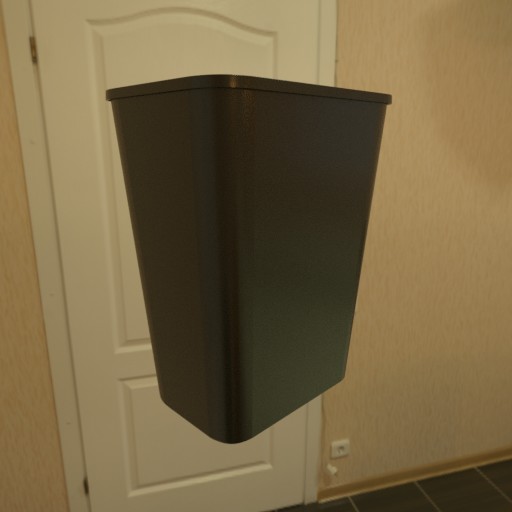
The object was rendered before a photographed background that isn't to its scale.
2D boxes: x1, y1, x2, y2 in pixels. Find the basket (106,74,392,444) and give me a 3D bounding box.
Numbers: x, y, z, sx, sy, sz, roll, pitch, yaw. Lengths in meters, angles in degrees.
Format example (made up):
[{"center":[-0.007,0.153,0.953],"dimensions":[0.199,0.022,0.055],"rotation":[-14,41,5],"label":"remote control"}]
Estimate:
[{"center":[0.000,0.000,0.754],"dimensions":[0.394,0.521,0.287],"rotation":[-14,20,-43],"label":"basket"}]
